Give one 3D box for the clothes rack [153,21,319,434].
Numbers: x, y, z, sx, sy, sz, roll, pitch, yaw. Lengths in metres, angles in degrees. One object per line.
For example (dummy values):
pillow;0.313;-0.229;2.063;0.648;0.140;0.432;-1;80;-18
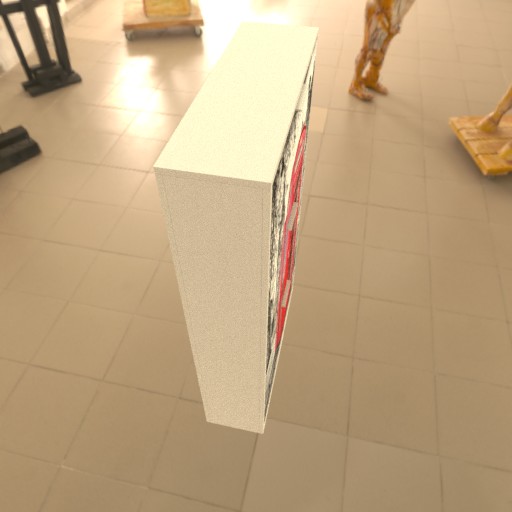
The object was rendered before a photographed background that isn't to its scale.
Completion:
clothes rack;0.000;0.000;1.571;0.250;1.280;0.750;9;49;8
